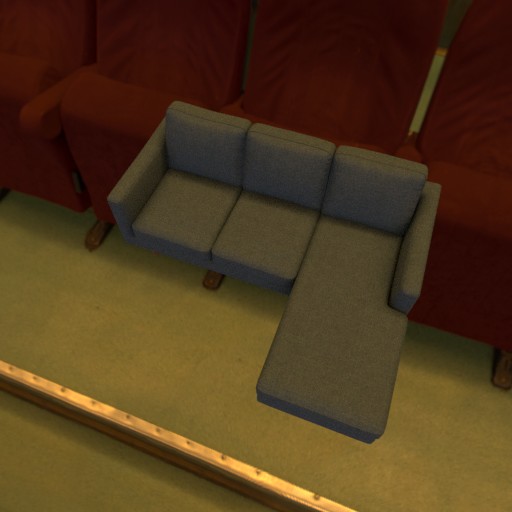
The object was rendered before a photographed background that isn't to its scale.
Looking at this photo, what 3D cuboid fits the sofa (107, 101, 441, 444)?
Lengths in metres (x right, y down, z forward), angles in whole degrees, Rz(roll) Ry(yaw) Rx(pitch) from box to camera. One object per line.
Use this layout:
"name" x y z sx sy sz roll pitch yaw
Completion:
"sofa" 0.000 0.000 2.924 2.055 0.957 1.667 18 59 11
